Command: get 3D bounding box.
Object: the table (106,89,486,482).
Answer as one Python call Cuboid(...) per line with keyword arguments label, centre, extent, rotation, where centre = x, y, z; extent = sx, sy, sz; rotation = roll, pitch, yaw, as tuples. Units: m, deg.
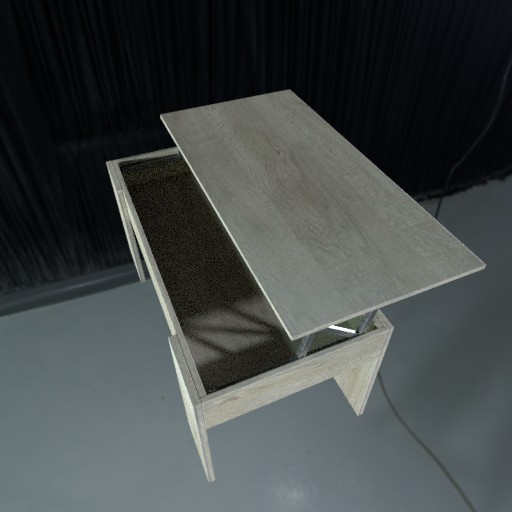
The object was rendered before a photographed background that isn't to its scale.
Cuboid(label="table", centre=(0.000, 0.000, 1.435), extent=(0.711, 0.570, 1.000), rotation=(-17, 47, -16))
